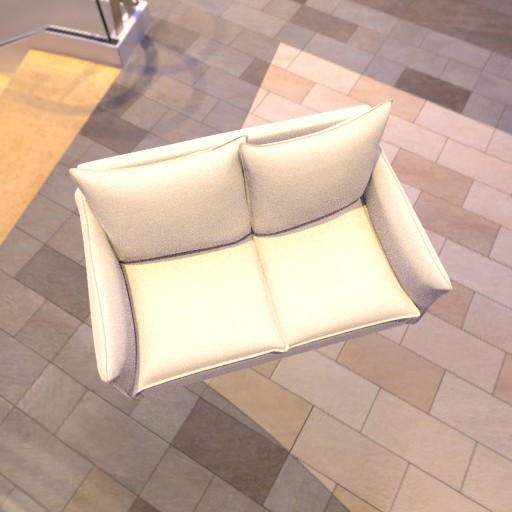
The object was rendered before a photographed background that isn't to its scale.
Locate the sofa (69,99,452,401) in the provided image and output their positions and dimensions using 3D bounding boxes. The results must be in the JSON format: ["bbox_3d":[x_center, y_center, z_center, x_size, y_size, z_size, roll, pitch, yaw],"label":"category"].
[{"bbox_3d":[0.000,0.000,1.818,1.300,0.840,0.820,-14,63,-7],"label":"sofa"}]
